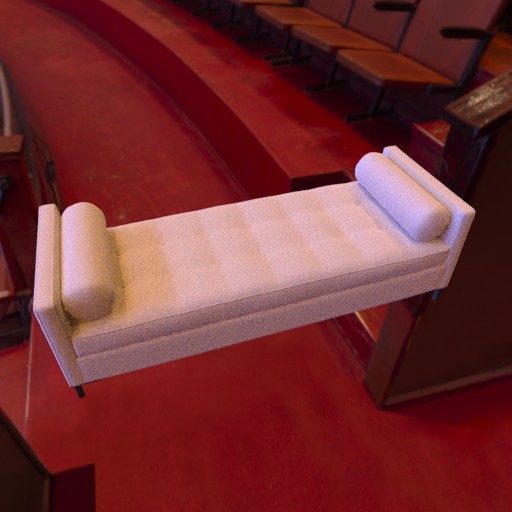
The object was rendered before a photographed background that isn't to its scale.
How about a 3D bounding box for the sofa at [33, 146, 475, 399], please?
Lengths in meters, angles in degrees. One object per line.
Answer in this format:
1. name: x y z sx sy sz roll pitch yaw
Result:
1. sofa: 0.000 0.000 2.316 1.985 0.641 0.746 -12 42 -14
